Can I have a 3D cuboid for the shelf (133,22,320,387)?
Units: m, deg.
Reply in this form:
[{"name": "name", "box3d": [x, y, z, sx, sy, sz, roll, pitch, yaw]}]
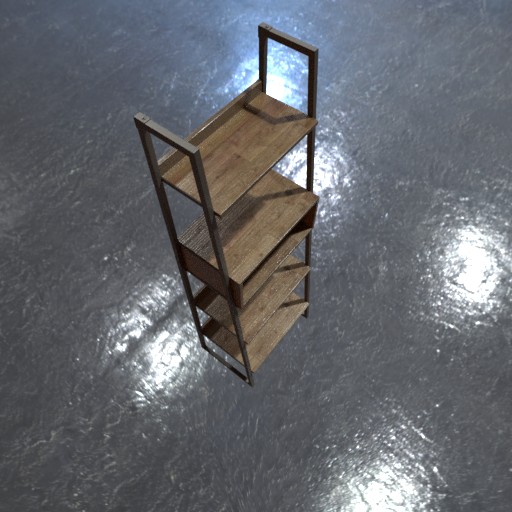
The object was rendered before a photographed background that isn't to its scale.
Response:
[{"name": "shelf", "box3d": [0.000, 0.000, 2.276, 0.454, 2.005, 0.652, 34, 64, 19]}]
